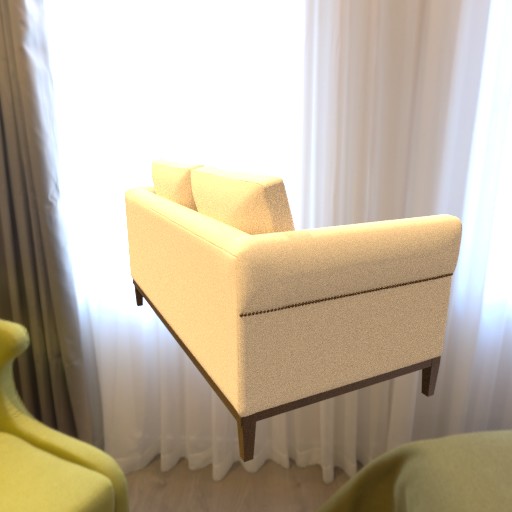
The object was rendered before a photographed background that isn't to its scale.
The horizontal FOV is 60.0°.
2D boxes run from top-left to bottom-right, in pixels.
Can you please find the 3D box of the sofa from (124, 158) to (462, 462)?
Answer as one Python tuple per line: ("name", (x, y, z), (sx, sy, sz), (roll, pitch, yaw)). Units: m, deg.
("sofa", (0.000, 0.000, 2.118), (0.905, 0.873, 1.598), (-8, 17, -26))
